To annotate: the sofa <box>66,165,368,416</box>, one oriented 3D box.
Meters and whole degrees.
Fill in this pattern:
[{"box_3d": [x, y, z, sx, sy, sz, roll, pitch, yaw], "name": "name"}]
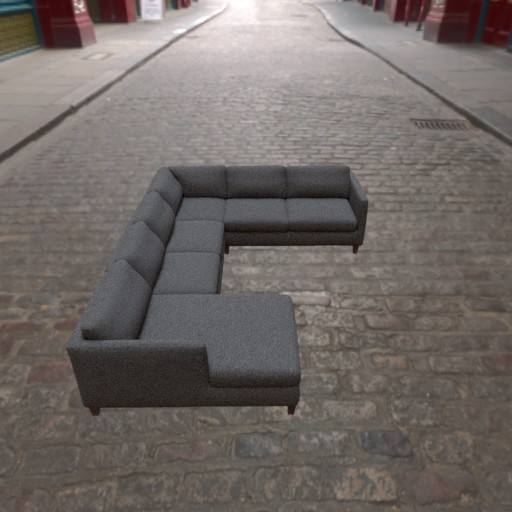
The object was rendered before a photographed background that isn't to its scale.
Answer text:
[{"box_3d": [0.000, 0.000, 4.394, 2.551, 0.853, 3.238, 0, 31, 0], "name": "sofa"}]
